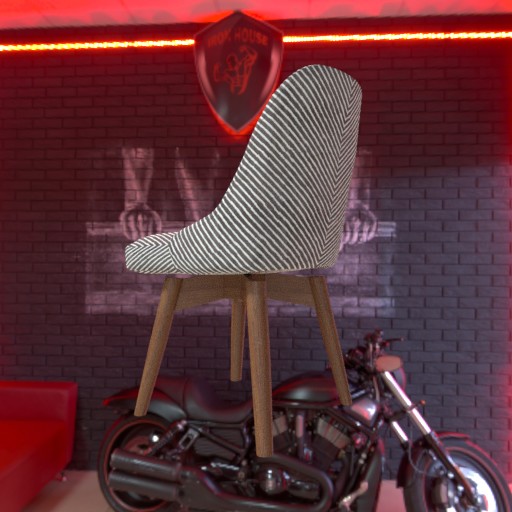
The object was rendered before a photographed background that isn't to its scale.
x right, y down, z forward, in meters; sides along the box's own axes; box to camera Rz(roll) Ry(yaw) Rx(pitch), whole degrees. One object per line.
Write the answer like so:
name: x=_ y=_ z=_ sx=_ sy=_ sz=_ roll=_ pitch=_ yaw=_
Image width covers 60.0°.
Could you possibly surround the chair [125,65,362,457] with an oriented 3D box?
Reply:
chair: x=0.000 y=0.000 z=1.264 sx=0.591 sy=0.883 sz=0.504 roll=0 pitch=0 yaw=36
